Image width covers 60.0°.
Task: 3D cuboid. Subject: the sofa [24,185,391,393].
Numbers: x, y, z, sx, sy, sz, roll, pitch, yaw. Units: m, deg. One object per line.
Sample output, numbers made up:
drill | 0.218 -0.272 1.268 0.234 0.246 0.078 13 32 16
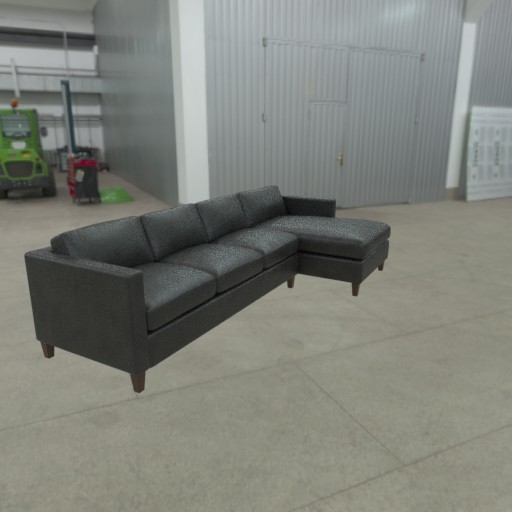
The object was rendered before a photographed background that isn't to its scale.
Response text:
sofa | 0.000 0.000 3.847 1.581 0.883 3.203 9 18 29
